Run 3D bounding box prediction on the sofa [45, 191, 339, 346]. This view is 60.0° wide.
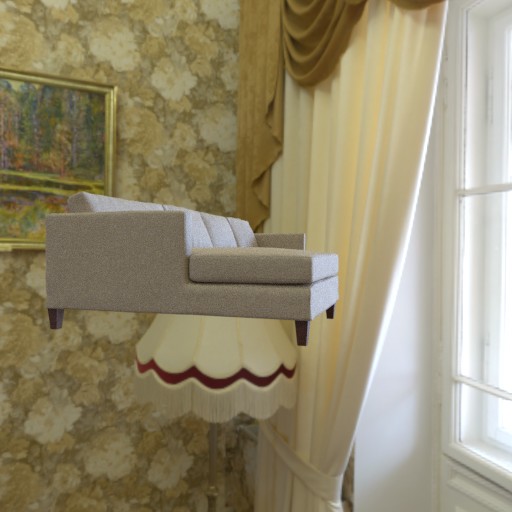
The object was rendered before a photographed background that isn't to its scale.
[{"bbox_3d":[0.000,0.000,3.882,1.625,0.846,3.186,0,1,18],"label":"sofa"}]
